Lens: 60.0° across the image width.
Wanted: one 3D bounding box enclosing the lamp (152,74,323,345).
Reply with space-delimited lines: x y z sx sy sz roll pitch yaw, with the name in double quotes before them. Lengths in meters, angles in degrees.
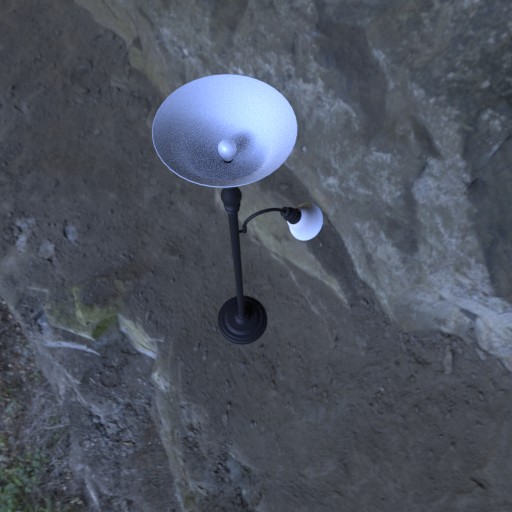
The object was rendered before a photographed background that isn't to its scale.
"lamp" 0.000 0.000 2.058 0.588 1.793 0.405 -17 66 -8
